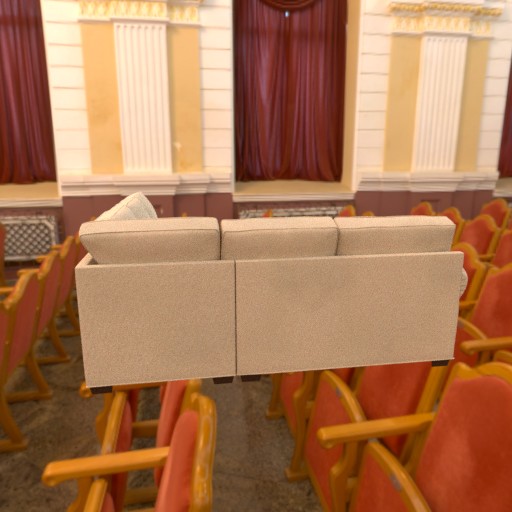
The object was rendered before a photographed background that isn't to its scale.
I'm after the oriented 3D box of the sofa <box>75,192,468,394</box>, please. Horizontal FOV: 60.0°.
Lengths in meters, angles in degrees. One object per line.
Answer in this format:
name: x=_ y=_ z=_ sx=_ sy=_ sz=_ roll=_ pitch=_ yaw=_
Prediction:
sofa: x=0.000 y=0.000 z=3.958 sx=2.487 sy=1.054 sz=2.569 roll=-2 pitch=13 yaw=-9
